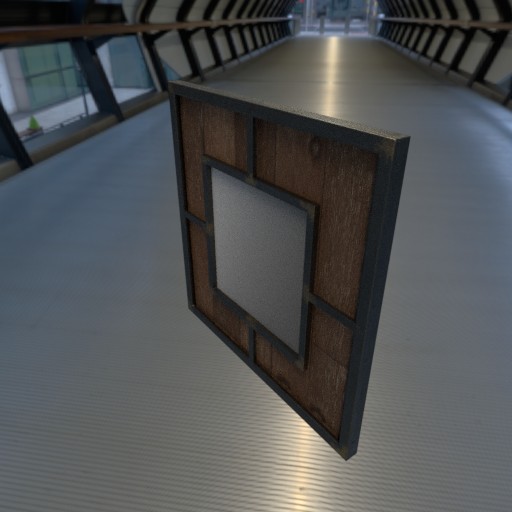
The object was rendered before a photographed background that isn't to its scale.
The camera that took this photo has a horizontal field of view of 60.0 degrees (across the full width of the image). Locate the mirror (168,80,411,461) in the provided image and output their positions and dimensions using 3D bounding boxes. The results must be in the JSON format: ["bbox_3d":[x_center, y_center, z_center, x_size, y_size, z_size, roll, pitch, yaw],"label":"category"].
[{"bbox_3d":[0.000,0.000,0.569,0.020,0.381,0.382,-20,35,-31],"label":"mirror"}]
